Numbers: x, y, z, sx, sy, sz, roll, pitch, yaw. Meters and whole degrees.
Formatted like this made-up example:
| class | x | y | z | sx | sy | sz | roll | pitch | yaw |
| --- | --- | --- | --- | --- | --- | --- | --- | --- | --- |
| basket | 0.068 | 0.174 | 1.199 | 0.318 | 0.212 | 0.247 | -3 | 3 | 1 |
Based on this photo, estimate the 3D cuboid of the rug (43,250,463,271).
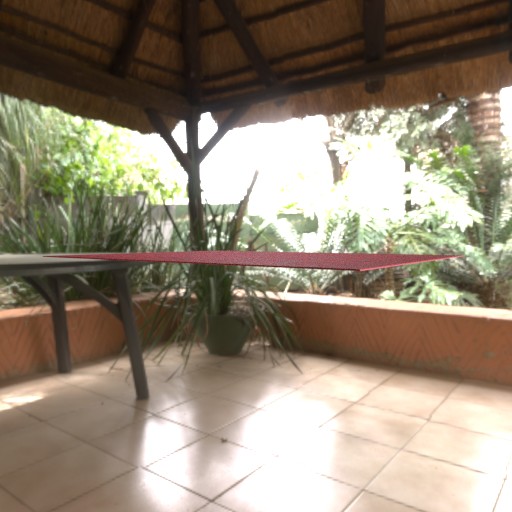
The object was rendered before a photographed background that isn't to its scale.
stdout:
| class | x | y | z | sx | sy | sz | roll | pitch | yaw |
| --- | --- | --- | --- | --- | --- | --- | --- | --- | --- |
| rug | 0.000 | 0.000 | 3.918 | 2.929 | 0.012 | 2.300 | 2 | 3 | 36 |
